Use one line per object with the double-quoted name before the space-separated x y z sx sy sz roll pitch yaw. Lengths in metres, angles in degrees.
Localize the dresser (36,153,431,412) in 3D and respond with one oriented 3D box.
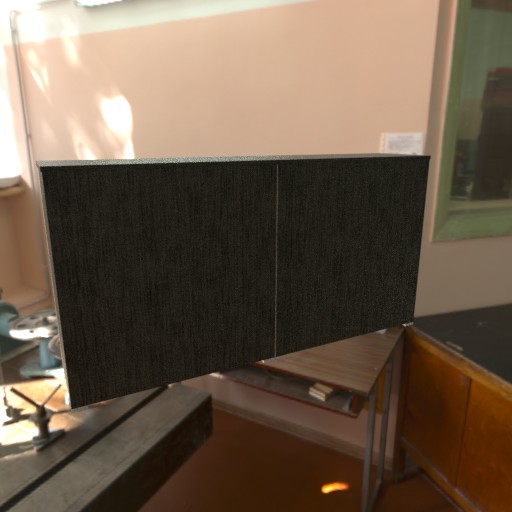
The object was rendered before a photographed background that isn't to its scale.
"dresser" 0.000 0.000 1.826 1.535 0.790 0.333 -8 17 -26
